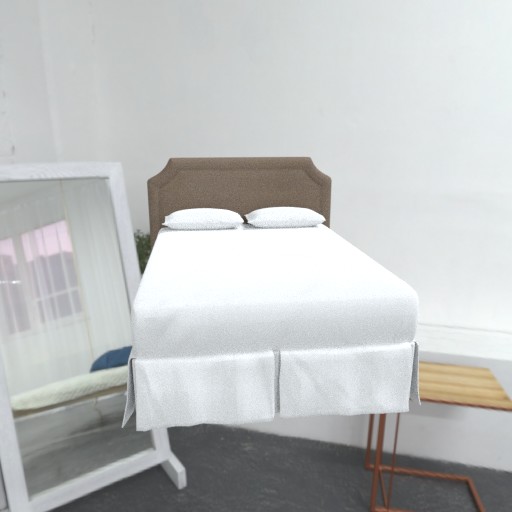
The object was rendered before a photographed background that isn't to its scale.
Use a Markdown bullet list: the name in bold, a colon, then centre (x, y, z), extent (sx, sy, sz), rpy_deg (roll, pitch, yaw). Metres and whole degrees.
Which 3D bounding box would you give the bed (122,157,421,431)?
- **bed**: centre (0.000, 0.000, 3.189), extent (1.693, 1.290, 2.116), rpy_deg (-2, 16, -7)
